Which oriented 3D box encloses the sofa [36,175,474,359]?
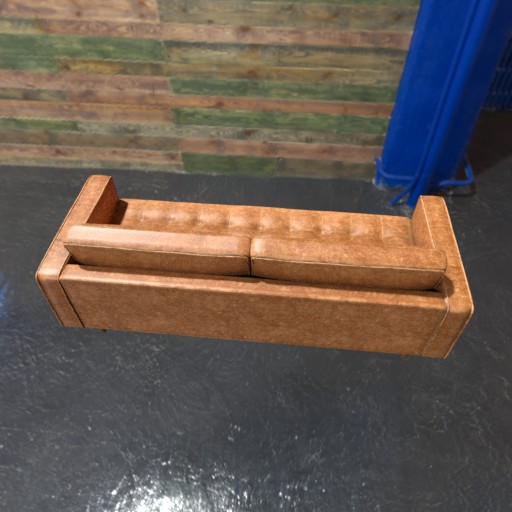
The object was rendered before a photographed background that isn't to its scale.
[{"bbox_3d":[0.000,0.000,2.588,2.199,0.779,0.886,4,48,4],"label":"sofa"}]
